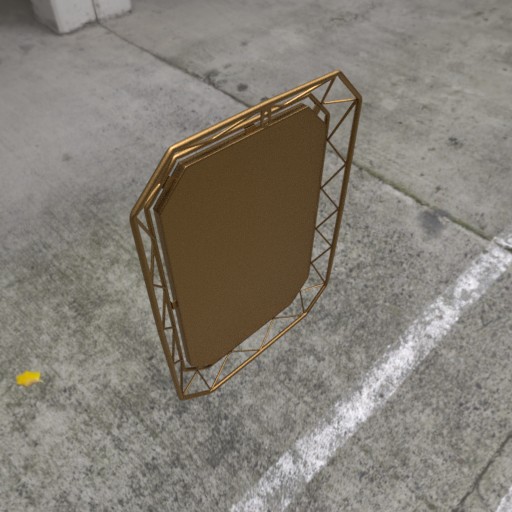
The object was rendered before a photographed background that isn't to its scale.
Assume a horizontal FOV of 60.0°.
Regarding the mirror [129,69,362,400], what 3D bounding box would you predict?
[{"bbox_3d":[0.000,0.000,0.746,0.417,0.566,0.042,-34,55,-28],"label":"mirror"}]
